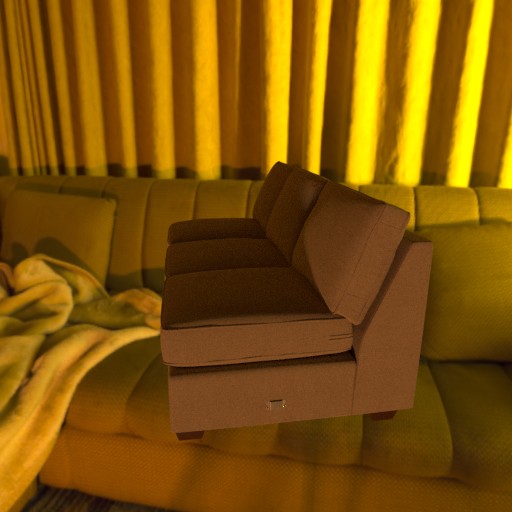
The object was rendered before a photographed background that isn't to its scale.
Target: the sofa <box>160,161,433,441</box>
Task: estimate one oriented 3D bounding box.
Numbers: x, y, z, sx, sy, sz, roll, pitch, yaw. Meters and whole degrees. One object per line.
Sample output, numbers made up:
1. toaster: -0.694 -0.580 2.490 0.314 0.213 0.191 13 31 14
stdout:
1. sofa: 0.000 0.000 2.773 1.127 1.036 2.092 -3 16 -9
